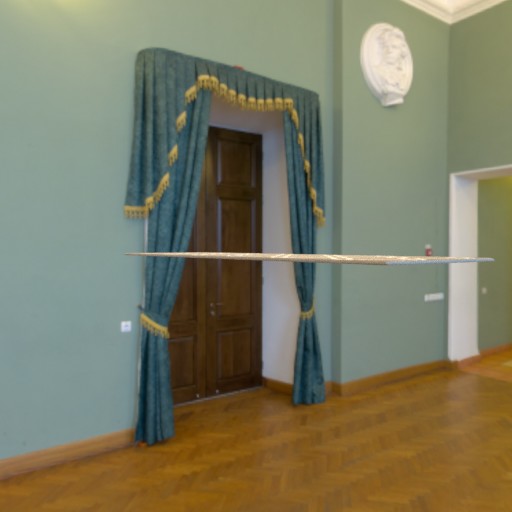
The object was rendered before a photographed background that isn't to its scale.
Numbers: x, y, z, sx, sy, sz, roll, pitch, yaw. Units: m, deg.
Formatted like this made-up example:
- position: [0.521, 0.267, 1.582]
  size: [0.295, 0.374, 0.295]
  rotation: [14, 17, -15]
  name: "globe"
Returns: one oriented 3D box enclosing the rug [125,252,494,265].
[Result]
- position: [0.000, 0.000, 2.476]
  size: [0.678, 0.014, 2.276]
  rotation: [-1, 1, -36]
  name: "rug"
